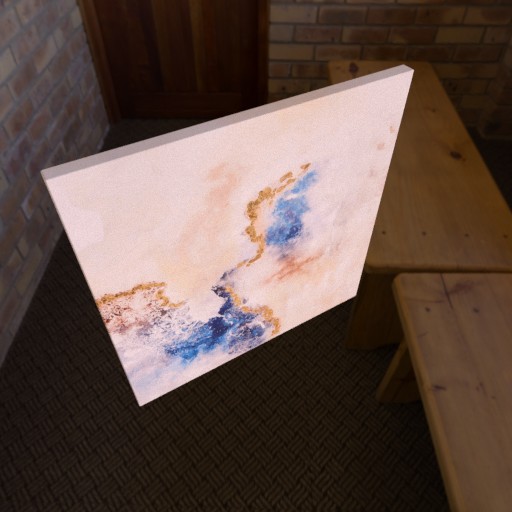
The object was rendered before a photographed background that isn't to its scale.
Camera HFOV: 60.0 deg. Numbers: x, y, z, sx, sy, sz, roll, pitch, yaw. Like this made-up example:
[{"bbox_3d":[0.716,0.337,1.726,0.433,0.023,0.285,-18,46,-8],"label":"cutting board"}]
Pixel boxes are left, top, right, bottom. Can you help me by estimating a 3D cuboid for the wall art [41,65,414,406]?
[{"bbox_3d":[0.000,0.000,1.269,0.889,0.889,0.038,-23,50,-21],"label":"wall art"}]
